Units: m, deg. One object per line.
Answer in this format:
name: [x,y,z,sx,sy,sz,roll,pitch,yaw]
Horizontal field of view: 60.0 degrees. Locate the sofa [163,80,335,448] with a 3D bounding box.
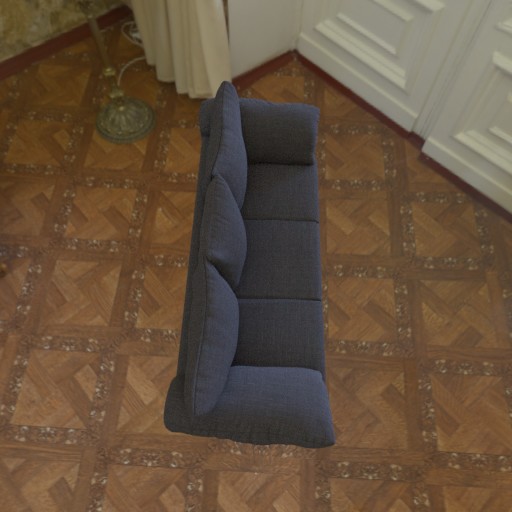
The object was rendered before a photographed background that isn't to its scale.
sofa: [0.000,0.000,2.932,0.883,1.080,2.336,2,64,1]
